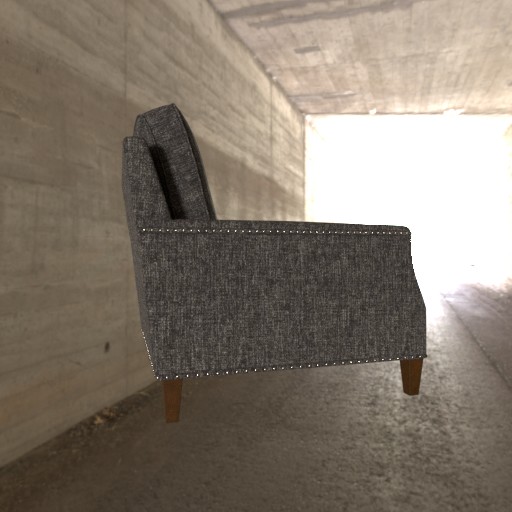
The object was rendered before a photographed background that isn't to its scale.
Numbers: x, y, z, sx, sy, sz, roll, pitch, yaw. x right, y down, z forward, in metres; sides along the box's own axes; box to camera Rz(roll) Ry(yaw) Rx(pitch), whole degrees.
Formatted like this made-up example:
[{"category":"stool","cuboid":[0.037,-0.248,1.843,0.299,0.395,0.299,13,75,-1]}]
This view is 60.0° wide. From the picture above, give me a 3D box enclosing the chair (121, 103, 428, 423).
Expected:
[{"category":"chair","cuboid":[0.000,0.000,1.754,1.014,0.943,0.853,0,1,-17]}]
